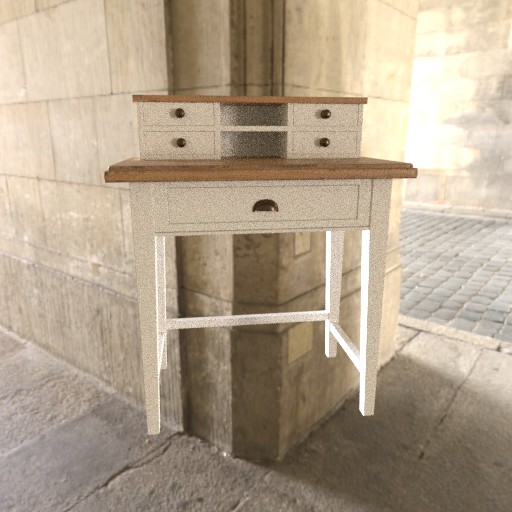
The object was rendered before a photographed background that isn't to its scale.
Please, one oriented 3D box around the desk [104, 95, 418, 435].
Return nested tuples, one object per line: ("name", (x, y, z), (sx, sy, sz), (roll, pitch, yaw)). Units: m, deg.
("desk", (0.000, 0.000, 1.433), (0.814, 0.981, 0.462), (-2, 16, -8))
